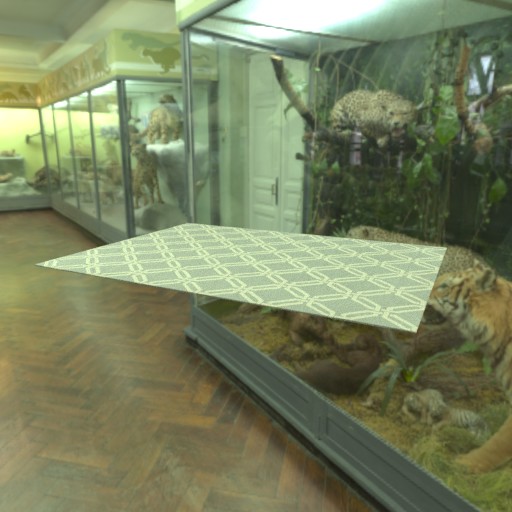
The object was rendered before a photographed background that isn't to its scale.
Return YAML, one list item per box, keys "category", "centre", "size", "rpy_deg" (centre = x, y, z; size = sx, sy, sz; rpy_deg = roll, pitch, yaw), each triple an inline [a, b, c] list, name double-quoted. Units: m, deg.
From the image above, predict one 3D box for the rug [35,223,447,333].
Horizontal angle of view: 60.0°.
- category: "rug"
  centre: [0.000, 0.000, 4.421]
  size: [3.353, 0.013, 2.438]
  rpy_deg: [7, 16, 26]
